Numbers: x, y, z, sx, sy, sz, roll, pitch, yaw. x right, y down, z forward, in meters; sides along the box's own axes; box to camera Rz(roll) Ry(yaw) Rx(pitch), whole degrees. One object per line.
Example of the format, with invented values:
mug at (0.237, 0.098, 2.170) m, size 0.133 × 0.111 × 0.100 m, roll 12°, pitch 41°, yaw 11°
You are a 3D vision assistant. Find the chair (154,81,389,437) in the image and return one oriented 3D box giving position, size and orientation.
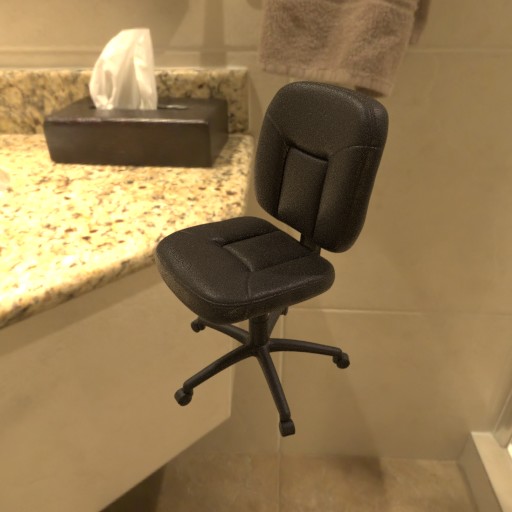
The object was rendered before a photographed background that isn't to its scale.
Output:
chair at (0.000, 0.000, 1.396) m, size 0.646 × 0.959 × 0.647 m, roll -20°, pitch 37°, yaw -29°
